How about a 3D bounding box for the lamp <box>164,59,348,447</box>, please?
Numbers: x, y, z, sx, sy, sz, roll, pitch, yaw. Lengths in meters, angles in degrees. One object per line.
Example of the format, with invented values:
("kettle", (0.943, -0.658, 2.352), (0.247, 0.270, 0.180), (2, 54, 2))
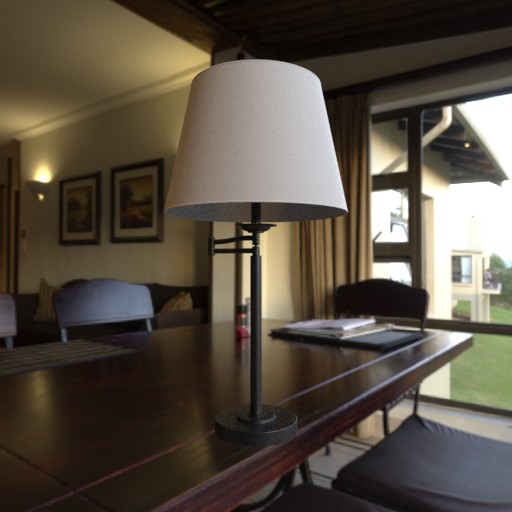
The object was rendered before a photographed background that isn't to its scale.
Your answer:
("lamp", (0.000, 0.000, 0.891), (0.363, 0.696, 0.363), (0, -1, 0))
